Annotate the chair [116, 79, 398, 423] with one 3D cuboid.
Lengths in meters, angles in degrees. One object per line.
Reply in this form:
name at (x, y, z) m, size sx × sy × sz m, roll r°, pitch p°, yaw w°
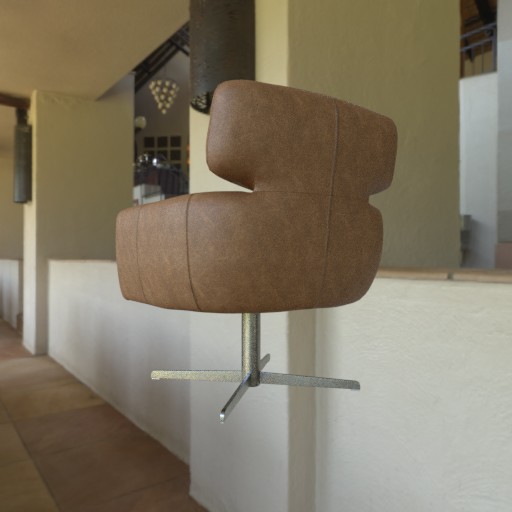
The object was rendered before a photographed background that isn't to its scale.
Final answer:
chair at (0.000, 0.000, 1.377) m, size 0.706 × 0.812 × 0.715 m, roll 0°, pitch 0°, yaw -34°
